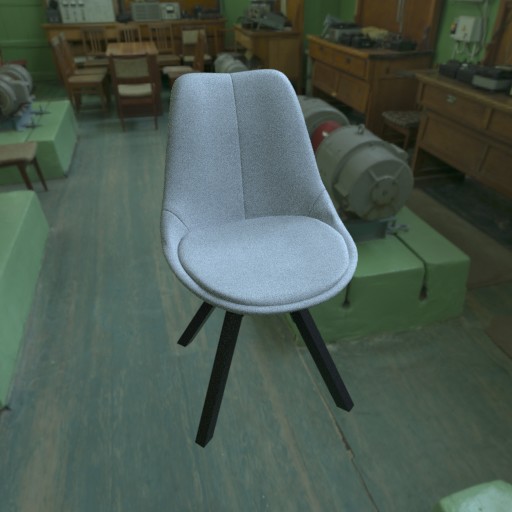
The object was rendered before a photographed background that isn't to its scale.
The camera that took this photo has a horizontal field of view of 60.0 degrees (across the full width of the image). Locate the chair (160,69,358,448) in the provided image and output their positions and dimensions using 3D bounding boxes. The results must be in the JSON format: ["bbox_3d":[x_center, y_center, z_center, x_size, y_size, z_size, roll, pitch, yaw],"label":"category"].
[{"bbox_3d":[0.000,0.000,1.192,0.485,0.850,0.550,-9,33,-14],"label":"chair"}]
